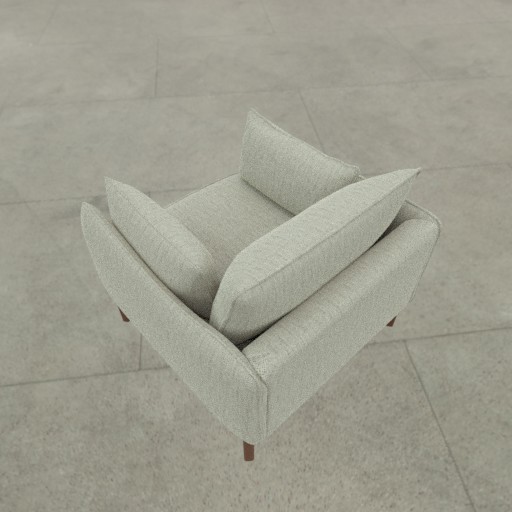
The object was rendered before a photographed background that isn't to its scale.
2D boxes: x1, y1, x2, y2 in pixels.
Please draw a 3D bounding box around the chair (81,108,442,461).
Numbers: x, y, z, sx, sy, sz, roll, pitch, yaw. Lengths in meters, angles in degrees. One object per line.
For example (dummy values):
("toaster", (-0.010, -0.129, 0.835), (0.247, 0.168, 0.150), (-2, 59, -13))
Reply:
("chair", (0.000, 0.000, 1.747), (0.994, 0.855, 0.991), (-34, 55, -28))
